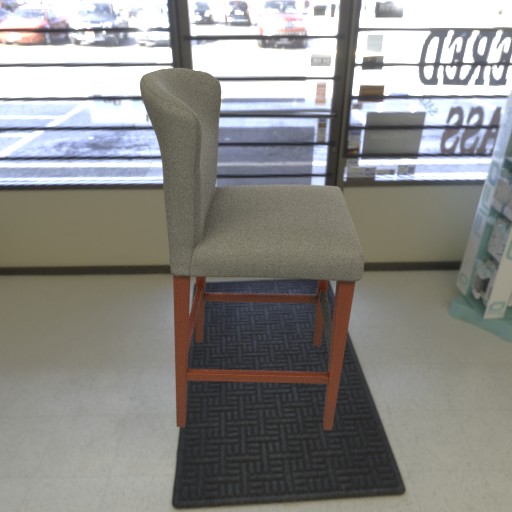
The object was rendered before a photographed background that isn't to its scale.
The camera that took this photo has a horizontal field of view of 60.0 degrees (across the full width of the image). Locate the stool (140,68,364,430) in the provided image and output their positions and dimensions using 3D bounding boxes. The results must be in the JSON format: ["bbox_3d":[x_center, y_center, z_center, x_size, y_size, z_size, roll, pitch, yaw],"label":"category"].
[{"bbox_3d":[0.000,0.000,1.380,0.568,1.069,0.481,1,31,2],"label":"stool"}]
